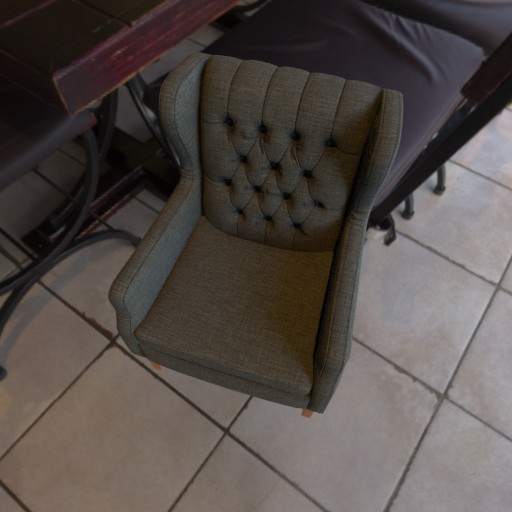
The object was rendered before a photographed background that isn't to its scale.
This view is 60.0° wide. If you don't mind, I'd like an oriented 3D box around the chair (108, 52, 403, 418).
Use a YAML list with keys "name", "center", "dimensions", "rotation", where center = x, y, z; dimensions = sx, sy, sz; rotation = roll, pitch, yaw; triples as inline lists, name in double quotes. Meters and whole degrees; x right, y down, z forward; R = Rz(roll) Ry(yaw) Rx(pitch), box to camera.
- name: "chair"
  center: [0.000, 0.000, 1.468]
  dimensions: [0.711, 0.953, 0.775]
  rotation: [15, 59, 9]
